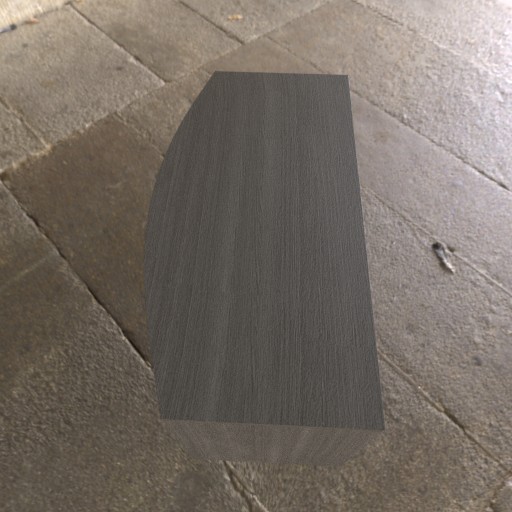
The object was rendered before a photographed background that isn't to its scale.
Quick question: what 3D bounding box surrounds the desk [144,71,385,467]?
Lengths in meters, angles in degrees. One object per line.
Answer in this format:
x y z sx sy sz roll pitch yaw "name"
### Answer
0.000 0.000 1.999 0.802 0.750 1.600 2 57 1 "desk"
